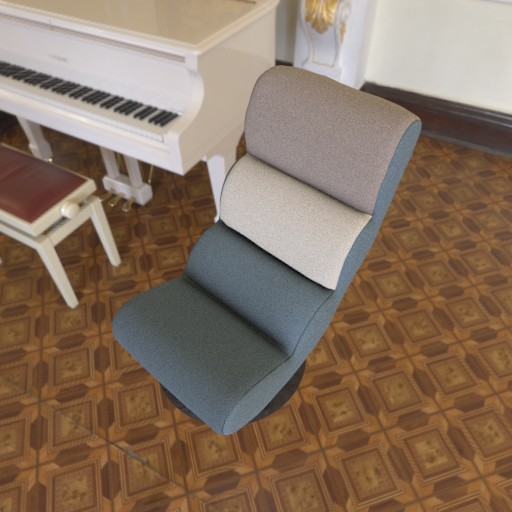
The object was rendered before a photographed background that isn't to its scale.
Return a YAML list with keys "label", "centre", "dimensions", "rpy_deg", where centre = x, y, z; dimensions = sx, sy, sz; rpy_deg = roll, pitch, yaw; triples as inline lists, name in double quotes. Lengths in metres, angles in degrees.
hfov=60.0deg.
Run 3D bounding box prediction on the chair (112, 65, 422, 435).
- label: "chair"
  centre: [0.000, 0.000, 1.065]
  dimensions: [0.420, 0.641, 0.661]
  rpy_deg: [33, 55, 27]
